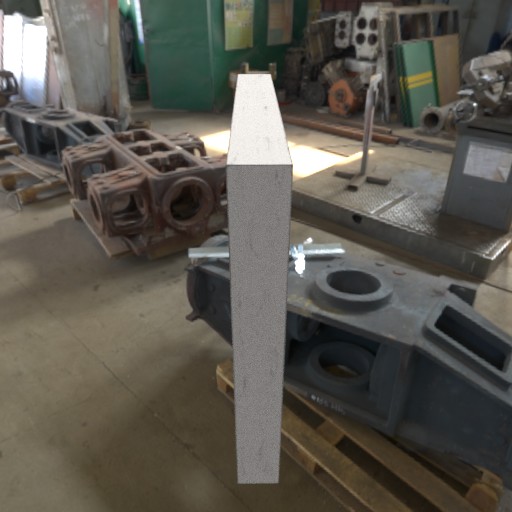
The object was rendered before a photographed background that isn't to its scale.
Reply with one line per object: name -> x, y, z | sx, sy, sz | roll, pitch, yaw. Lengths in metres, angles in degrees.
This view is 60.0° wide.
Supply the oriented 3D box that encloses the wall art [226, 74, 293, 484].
wall art -> 0.000, 0.000, 0.459 | 0.038, 0.305, 0.305 | 0, 31, -1
